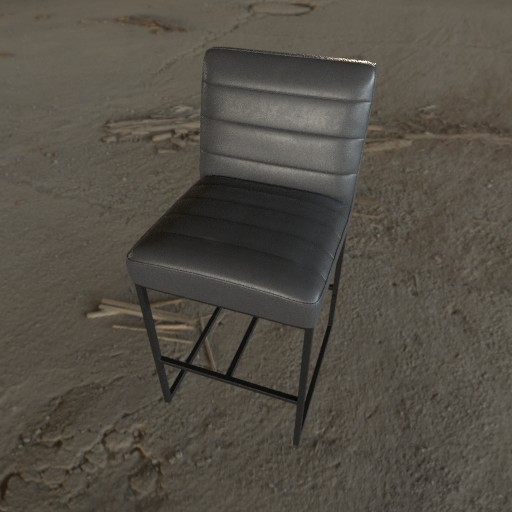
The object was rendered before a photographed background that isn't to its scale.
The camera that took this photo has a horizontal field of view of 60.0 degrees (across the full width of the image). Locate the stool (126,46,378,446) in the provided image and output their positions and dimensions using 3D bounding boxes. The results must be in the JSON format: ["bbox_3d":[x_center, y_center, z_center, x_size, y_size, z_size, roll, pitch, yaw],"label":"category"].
[{"bbox_3d":[0.000,0.000,1.229,0.457,0.938,0.552,13,42,15],"label":"stool"}]
